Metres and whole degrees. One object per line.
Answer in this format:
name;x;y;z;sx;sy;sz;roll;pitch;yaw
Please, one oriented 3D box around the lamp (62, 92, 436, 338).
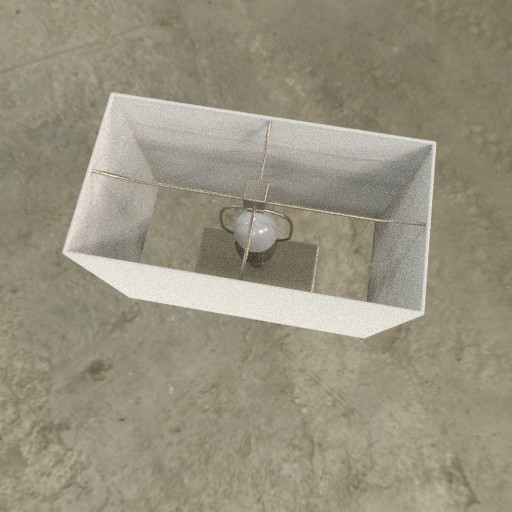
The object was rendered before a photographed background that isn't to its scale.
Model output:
lamp;0.000;0.000;0.718;0.380;0.515;0.200;9;74;3
